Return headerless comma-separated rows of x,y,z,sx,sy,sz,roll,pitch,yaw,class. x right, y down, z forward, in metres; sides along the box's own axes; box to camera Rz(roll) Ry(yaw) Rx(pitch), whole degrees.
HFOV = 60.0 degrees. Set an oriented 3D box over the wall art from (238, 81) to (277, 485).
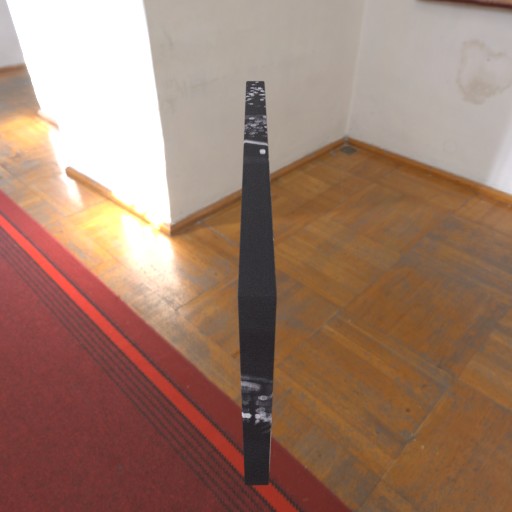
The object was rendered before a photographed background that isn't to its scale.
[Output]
0.000,0.000,0.781,0.037,0.406,0.609,0,40,0,wall art
